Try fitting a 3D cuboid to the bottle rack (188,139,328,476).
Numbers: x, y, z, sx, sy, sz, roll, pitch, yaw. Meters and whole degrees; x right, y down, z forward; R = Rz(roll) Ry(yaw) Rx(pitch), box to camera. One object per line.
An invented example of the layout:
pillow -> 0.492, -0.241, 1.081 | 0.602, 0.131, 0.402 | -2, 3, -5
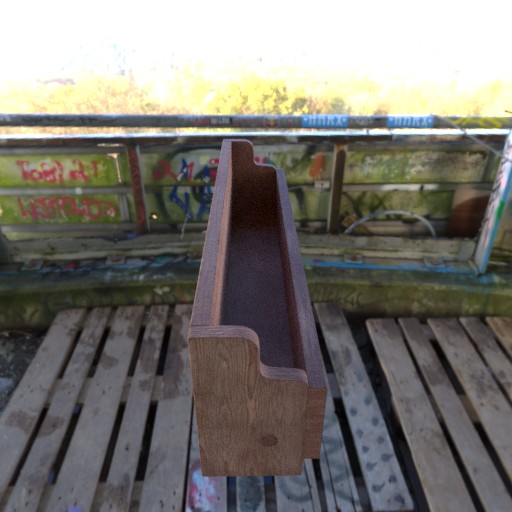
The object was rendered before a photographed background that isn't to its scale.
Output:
bottle rack -> 0.000, 0.000, 0.693 | 0.126, 0.196, 0.608 | 0, 31, -1
